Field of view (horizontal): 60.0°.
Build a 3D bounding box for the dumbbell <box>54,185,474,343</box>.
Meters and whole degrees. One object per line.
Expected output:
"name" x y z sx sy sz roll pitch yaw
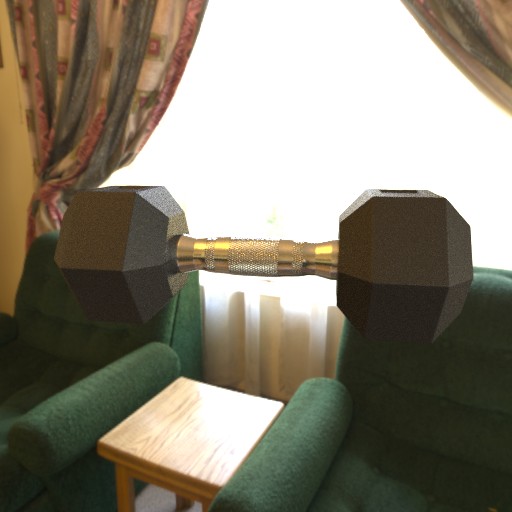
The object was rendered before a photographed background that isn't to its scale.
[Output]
"dumbbell" 0.000 0.000 0.344 0.297 0.101 0.116 2 14 9
